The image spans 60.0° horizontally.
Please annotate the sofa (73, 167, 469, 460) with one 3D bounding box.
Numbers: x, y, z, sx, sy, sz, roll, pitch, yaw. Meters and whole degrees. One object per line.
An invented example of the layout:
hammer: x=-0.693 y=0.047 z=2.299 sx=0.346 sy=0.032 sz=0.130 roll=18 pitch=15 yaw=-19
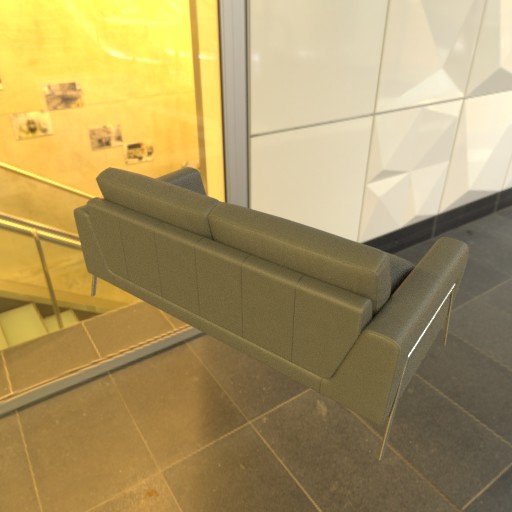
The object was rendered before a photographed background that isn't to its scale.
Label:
sofa: x=0.000 y=0.000 z=2.502 sx=2.017 sy=0.875 sz=0.953 roll=21 pitch=36 yaw=31
